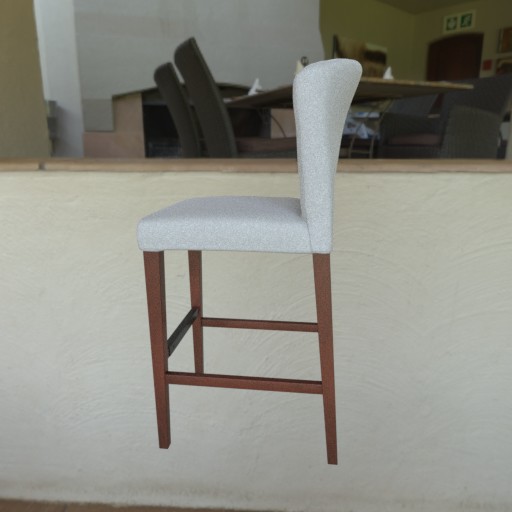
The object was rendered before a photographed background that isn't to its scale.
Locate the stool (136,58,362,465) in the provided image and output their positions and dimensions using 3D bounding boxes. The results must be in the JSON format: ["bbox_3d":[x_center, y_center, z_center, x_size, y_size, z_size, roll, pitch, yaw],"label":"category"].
[{"bbox_3d":[0.000,0.000,1.341,0.568,1.069,0.479,2,14,7],"label":"stool"}]
